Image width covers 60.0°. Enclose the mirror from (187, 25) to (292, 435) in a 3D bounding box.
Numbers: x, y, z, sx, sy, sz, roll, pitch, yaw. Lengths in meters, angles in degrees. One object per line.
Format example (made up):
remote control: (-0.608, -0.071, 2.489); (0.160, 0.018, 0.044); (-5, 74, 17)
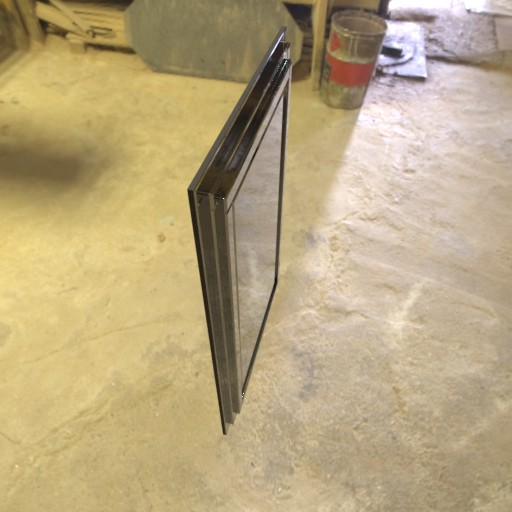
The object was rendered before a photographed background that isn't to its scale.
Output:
mirror: (0.000, 0.000, 1.155); (0.039, 0.914, 0.613); (11, 49, 10)
